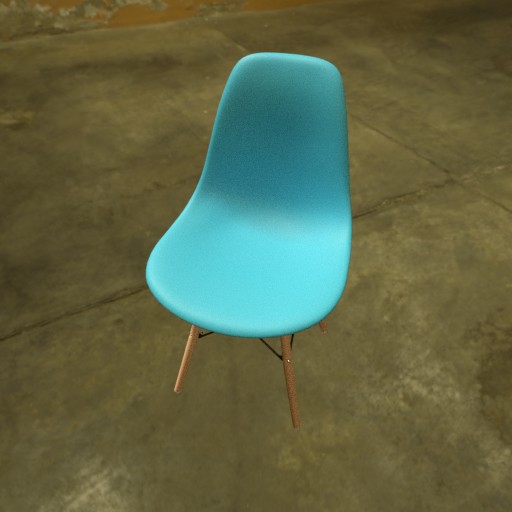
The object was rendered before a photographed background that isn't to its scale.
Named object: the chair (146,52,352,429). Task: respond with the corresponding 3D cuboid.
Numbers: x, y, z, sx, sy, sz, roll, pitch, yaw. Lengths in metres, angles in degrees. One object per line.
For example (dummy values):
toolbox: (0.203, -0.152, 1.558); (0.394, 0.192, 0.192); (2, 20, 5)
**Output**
chair: (0.000, 0.000, 1.124); (0.470, 0.826, 0.531); (12, 42, 14)
